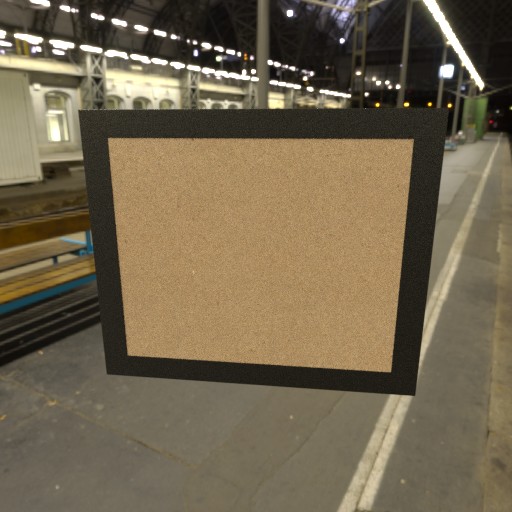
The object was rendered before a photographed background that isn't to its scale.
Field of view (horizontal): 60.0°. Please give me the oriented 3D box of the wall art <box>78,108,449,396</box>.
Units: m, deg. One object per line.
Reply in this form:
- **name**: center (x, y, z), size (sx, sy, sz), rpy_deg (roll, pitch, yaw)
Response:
- **wall art**: center (0.000, 0.000, 0.511), size (0.381, 0.321, 0.028), rpy_deg (2, 17, 7)
